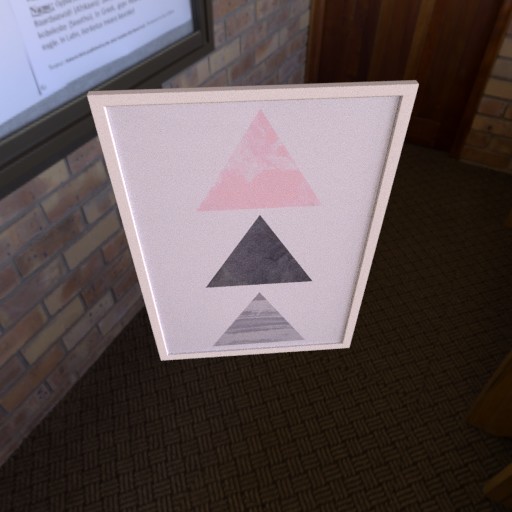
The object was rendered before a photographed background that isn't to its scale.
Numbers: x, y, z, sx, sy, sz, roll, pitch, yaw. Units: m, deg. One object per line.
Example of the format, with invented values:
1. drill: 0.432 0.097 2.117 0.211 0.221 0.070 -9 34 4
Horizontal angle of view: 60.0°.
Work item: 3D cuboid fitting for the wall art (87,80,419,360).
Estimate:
1. wall art: 0.000 0.000 0.843 0.456 0.656 0.013 -3 45 -3
